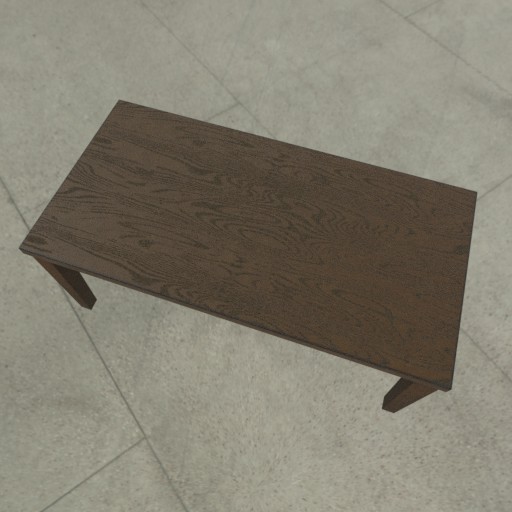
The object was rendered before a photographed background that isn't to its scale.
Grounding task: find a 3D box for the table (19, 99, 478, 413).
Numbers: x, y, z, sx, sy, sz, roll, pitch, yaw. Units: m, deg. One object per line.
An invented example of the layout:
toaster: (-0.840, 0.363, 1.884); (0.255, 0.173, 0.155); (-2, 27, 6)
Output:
table: (0.000, 0.000, 2.460); (1.981, 0.762, 1.016); (17, 63, 9)
